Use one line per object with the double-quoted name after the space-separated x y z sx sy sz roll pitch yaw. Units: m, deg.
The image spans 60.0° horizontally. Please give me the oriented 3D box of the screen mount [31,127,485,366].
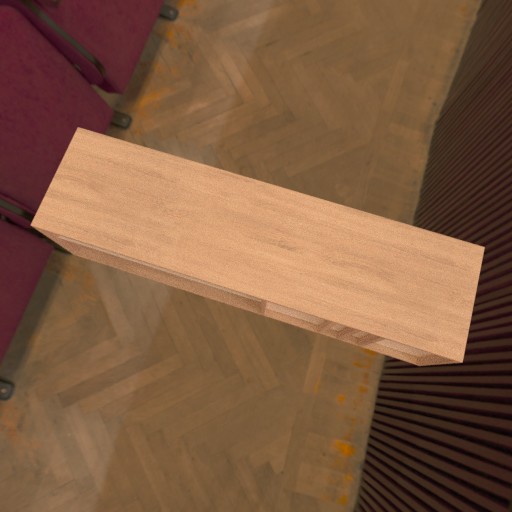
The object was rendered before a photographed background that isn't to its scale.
0.000 0.000 1.758 1.500 0.510 0.400 17 75 5 "screen mount"
